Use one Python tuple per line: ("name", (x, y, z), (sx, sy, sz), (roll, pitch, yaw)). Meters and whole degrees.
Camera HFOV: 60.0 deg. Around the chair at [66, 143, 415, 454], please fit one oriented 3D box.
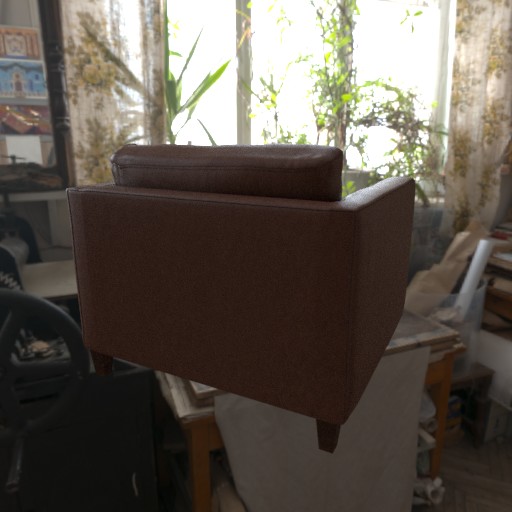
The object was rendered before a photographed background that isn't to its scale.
("chair", (0.000, 0.000, 1.829), (1.107, 0.917, 0.959), (8, 18, 27))
